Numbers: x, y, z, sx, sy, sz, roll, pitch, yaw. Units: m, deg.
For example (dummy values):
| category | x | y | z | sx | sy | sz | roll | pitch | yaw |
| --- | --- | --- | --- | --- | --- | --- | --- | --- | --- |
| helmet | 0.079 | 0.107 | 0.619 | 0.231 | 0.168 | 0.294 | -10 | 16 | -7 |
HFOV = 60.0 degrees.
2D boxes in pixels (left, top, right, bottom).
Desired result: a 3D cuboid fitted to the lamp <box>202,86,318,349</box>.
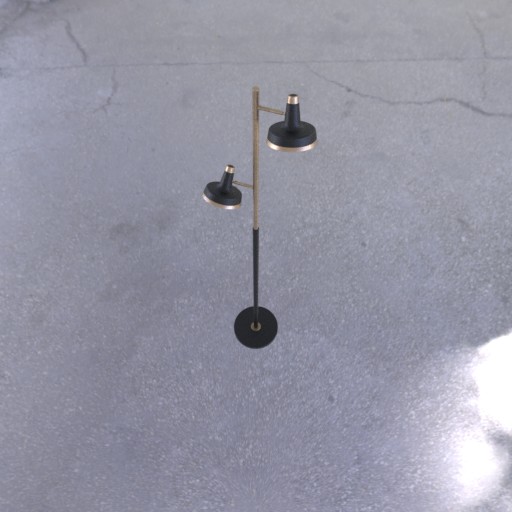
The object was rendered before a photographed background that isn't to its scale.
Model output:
| category | x | y | z | sx | sy | sz | roll | pitch | yaw |
| --- | --- | --- | --- | --- | --- | --- | --- | --- | --- |
| lamp | 0.000 | 0.000 | 1.821 | 0.351 | 1.674 | 0.253 | 16 | 62 | 9 |
